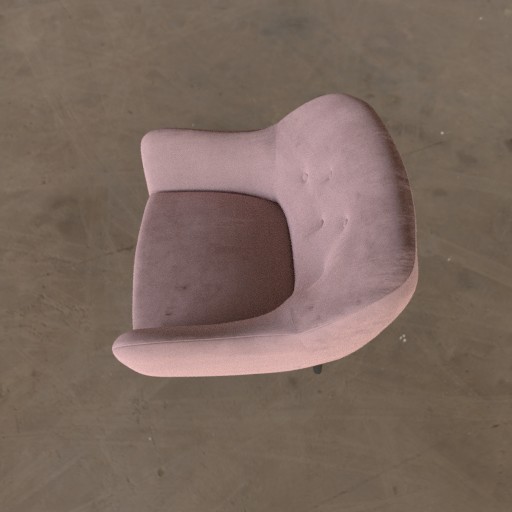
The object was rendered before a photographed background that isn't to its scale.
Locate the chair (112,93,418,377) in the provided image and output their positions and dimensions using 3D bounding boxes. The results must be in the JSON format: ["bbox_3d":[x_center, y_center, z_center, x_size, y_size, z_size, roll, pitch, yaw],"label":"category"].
[{"bbox_3d":[0.000,0.000,1.512,0.820,0.820,0.840,-2,58,-1],"label":"chair"}]
